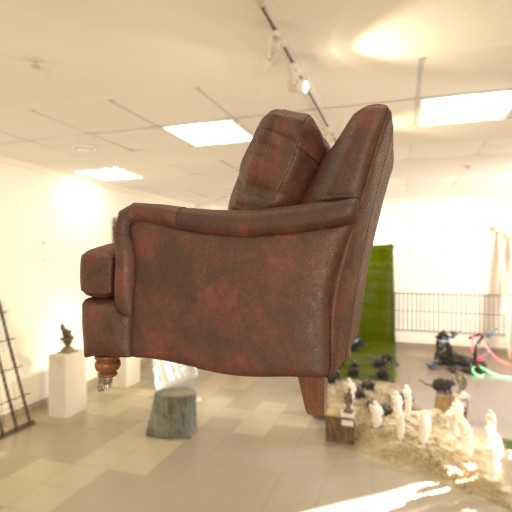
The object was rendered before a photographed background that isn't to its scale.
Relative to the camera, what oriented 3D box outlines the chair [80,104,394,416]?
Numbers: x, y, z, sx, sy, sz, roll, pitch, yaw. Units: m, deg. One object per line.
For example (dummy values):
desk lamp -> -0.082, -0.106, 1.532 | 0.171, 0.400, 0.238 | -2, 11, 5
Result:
chair -> 0.000, 0.000, 1.947 | 1.156, 1.051, 0.987 | 0, 0, 18
